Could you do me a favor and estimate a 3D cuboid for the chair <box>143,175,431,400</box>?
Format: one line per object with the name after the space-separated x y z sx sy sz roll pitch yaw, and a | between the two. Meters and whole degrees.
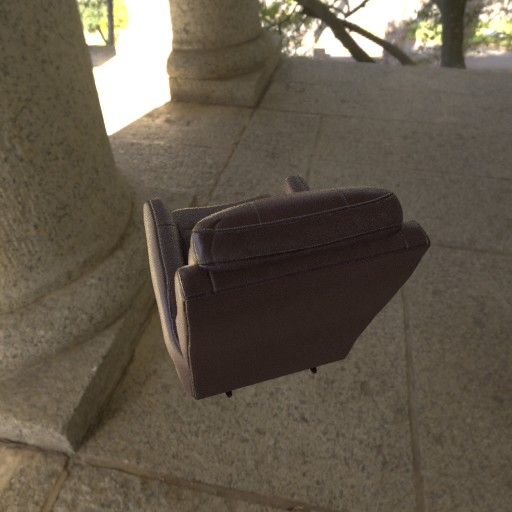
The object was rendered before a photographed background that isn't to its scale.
0.000 0.000 1.770 0.829 1.030 1.080 -12 42 -13 | chair
